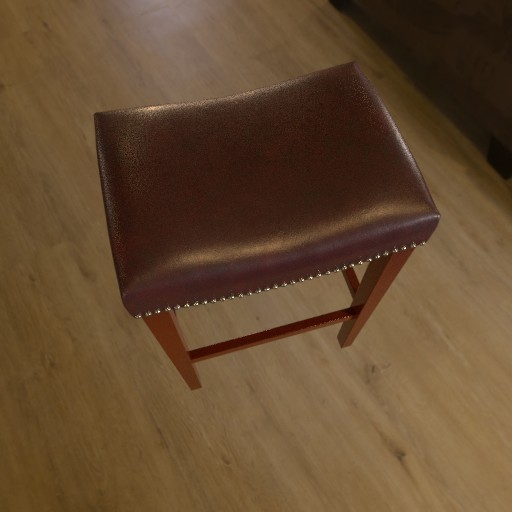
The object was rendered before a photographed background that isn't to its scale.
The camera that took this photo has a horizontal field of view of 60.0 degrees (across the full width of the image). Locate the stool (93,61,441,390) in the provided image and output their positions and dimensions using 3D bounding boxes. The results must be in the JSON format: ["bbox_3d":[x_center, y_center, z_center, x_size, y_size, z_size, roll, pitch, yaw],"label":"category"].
[{"bbox_3d":[0.000,0.000,1.028,0.504,0.742,0.372,-14,64,-7],"label":"stool"}]
